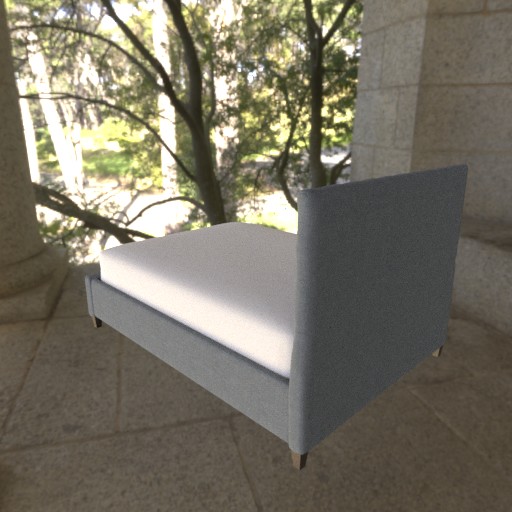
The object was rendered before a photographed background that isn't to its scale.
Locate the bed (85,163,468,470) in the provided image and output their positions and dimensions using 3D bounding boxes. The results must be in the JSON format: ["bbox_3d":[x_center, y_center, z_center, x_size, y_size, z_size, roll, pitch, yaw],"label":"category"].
[{"bbox_3d":[0.000,0.000,3.344,1.698,1.411,2.335,-16,23,-42],"label":"bed"}]
